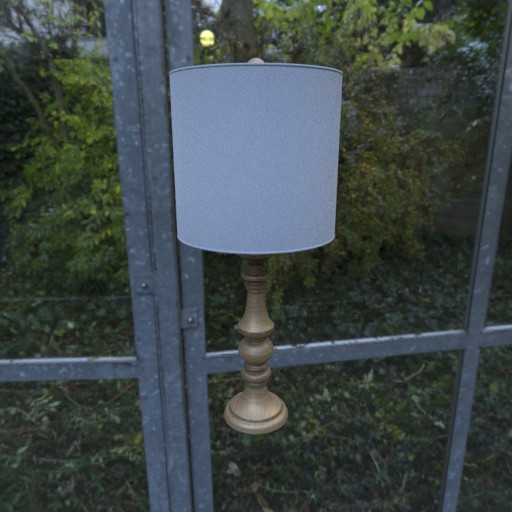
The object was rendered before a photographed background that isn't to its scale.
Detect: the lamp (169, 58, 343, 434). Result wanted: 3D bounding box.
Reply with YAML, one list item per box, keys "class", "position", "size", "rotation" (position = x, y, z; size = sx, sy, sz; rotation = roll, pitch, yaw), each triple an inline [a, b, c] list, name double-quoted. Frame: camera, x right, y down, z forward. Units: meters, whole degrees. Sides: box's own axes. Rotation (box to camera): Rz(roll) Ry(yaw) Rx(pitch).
- class: "lamp"
  position: [0.000, 0.000, 0.726]
  size: [0.250, 0.597, 0.250]
  rotation: [3, 16, 10]
